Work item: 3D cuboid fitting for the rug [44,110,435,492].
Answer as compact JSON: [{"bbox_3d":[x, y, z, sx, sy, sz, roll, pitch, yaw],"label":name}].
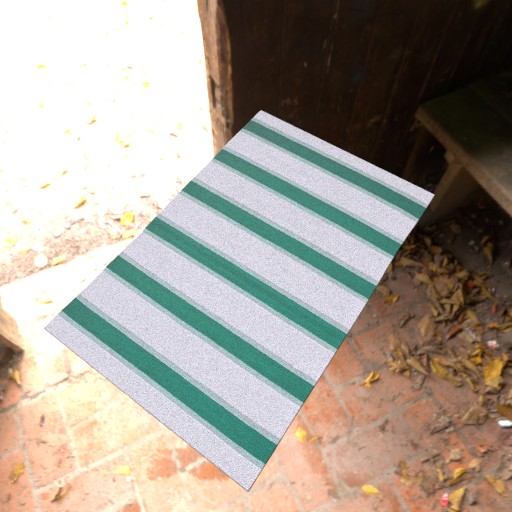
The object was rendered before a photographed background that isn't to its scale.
[{"bbox_3d":[0.000,0.000,2.327,1.210,0.012,1.829,31,64,17],"label":"rug"}]
